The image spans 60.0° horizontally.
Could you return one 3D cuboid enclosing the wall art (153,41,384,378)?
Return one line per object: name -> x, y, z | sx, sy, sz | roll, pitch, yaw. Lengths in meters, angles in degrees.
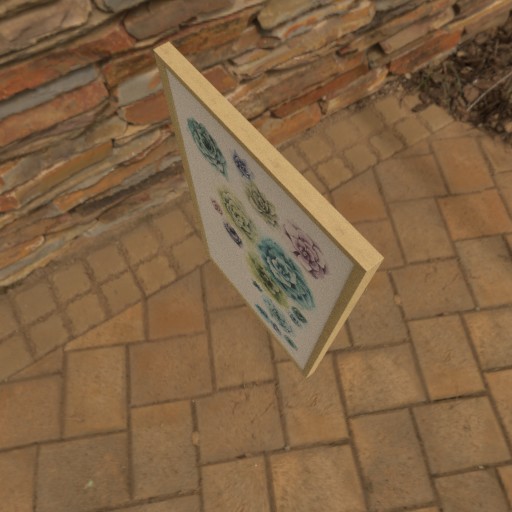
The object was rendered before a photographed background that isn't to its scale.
wall art -> 0.000, 0.000, 1.021 | 0.039, 0.810, 0.510 | -35, 70, -15
